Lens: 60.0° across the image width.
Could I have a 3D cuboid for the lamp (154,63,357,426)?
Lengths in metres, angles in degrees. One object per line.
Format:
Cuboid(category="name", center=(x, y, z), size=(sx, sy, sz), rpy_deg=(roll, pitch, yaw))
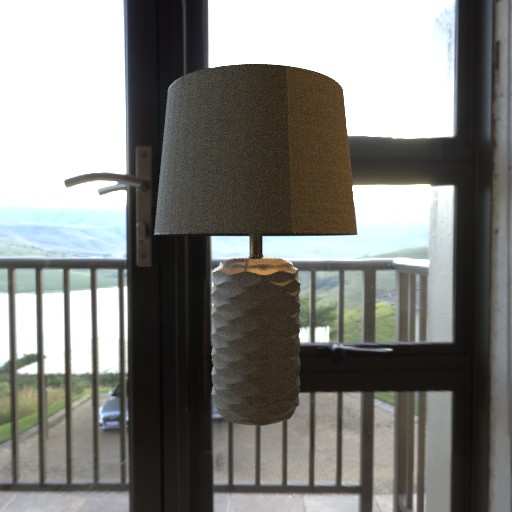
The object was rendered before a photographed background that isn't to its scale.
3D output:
Cuboid(category="lamp", center=(0.000, 0.000, 0.842), size=(0.376, 0.594, 0.376), rpy_deg=(0, 2, 0))
